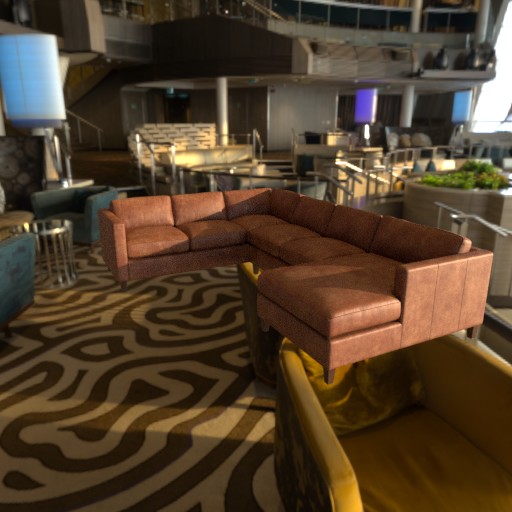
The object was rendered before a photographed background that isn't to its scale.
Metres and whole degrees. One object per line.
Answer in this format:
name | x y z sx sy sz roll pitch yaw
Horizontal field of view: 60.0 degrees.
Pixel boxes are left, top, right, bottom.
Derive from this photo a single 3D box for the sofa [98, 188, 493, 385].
sofa | 0.000 0.000 4.388 2.452 0.888 3.324 -8 19 -26
